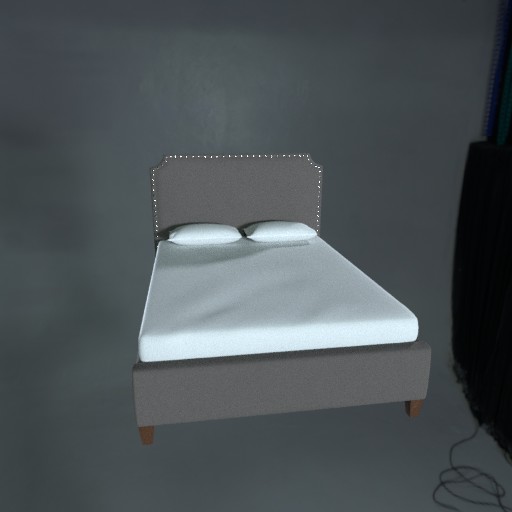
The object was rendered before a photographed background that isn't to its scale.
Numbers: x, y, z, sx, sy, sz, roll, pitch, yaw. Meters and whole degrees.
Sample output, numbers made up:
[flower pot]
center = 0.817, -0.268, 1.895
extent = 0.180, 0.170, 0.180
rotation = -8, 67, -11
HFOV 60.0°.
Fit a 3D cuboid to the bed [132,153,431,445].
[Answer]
[bed]
center = 0.000, 0.000, 3.455
extent = 1.713, 1.443, 2.372
rotation = -2, 16, -9
